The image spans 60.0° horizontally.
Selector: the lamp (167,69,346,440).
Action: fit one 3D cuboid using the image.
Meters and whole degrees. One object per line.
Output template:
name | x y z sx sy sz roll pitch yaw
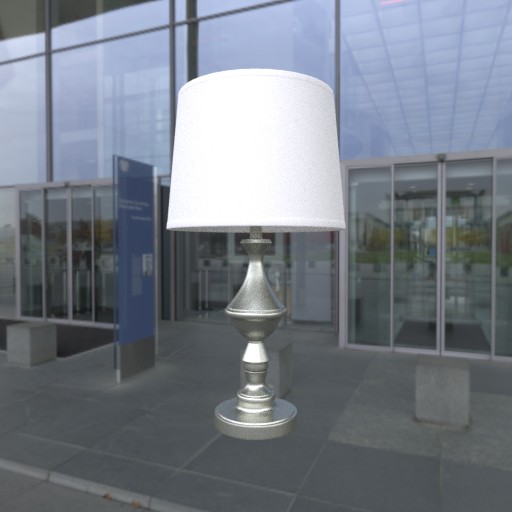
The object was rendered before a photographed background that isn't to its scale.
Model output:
lamp | 0.000 0.000 0.969 0.383 0.733 0.383 0 1 0
